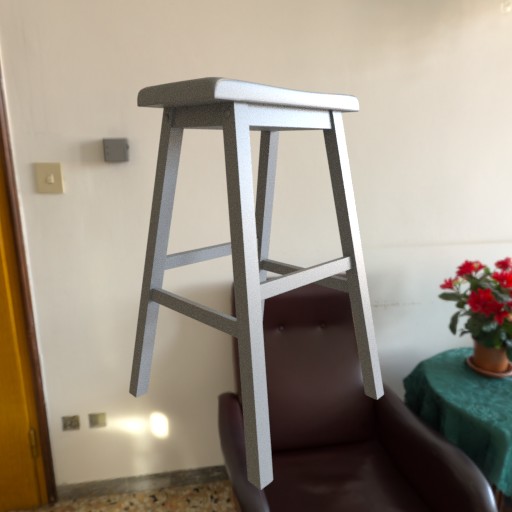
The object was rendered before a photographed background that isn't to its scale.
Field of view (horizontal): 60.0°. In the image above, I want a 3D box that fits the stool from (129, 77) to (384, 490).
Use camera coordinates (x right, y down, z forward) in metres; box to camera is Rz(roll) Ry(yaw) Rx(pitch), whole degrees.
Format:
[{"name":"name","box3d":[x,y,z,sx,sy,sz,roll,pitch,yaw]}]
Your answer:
[{"name":"stool","box3d":[0.000,0.000,1.057,0.476,0.737,0.457,14,20,43]}]
